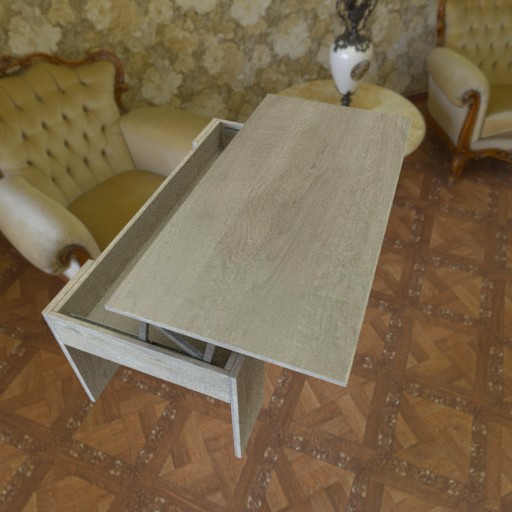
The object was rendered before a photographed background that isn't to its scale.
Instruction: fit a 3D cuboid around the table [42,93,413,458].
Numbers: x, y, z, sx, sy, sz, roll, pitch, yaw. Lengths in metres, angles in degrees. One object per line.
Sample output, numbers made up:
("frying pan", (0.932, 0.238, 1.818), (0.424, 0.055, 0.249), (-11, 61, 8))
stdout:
("table", (0.000, 0.000, 1.390), (0.711, 0.570, 1.000), (15, 47, 14))
